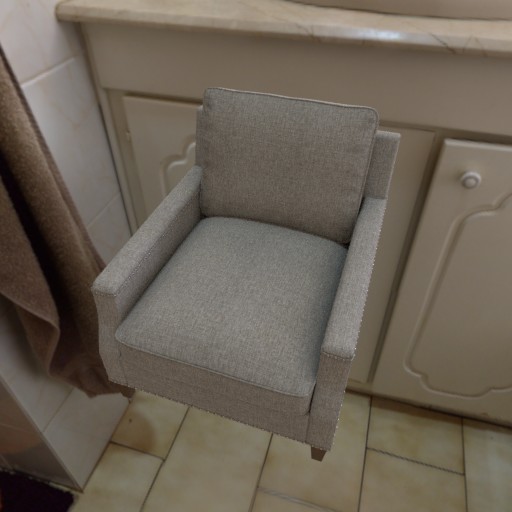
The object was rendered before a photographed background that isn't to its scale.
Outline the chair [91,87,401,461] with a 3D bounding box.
[{"bbox_3d":[0.000,0.000,1.670,0.853,0.943,1.014,13,43,14],"label":"chair"}]
